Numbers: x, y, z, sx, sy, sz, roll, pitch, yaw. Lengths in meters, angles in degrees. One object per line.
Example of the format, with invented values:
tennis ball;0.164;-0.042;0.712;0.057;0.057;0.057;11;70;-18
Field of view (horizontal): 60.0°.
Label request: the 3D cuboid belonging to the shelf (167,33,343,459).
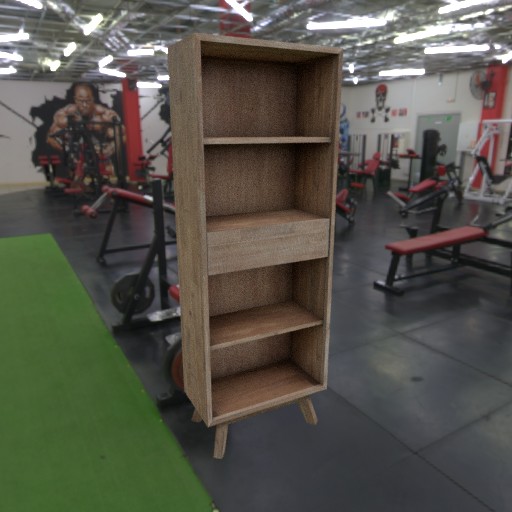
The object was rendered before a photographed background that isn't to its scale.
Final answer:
shelf;0.000;0.000;1.557;0.491;1.342;0.267;-8;18;-27
